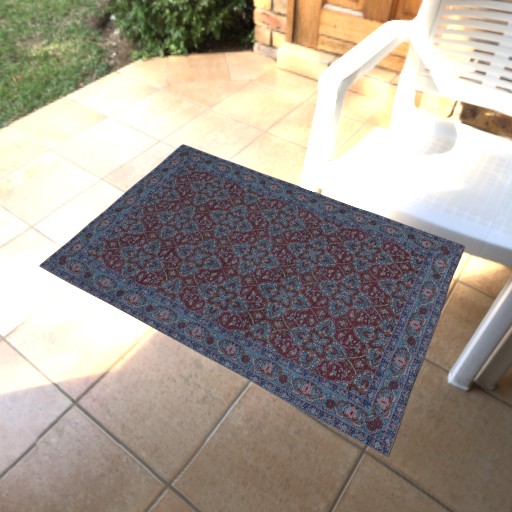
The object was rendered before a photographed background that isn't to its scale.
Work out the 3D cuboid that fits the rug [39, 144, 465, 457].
[{"bbox_3d":[0.000,0.000,2.274,1.829,0.009,1.219,24,53,19],"label":"rug"}]
